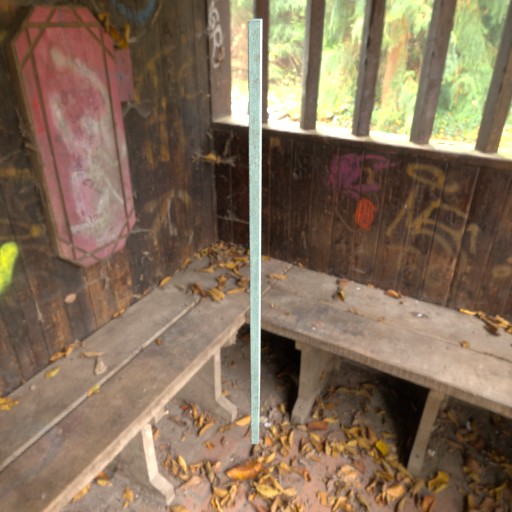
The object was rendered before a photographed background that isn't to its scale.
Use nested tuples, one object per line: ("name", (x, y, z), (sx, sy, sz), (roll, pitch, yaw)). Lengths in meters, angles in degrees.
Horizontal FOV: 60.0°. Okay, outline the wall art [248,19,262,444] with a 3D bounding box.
("wall art", (0.000, 0.000, 1.296), (0.025, 1.219, 0.329), (1, 29, 1))
